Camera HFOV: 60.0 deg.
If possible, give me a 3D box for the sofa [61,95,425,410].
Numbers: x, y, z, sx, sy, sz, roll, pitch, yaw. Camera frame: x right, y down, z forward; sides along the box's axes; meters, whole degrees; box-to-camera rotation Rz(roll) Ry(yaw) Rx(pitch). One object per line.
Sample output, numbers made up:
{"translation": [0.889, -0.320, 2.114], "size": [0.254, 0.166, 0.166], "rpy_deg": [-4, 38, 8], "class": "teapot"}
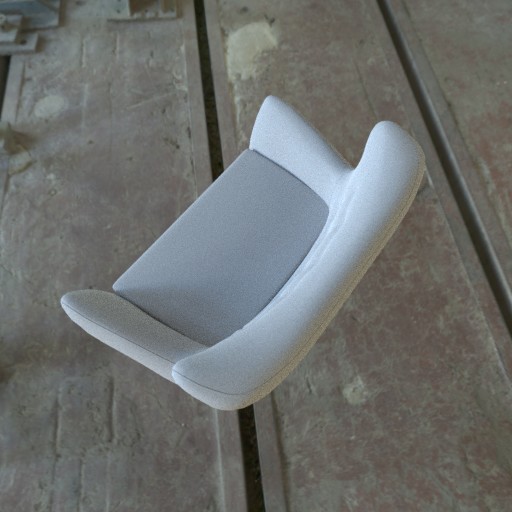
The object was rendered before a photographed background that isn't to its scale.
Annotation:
{"translation": [0.000, 0.000, 2.009], "size": [0.921, 0.878, 1.424], "rpy_deg": [34, 68, 16], "class": "sofa"}
